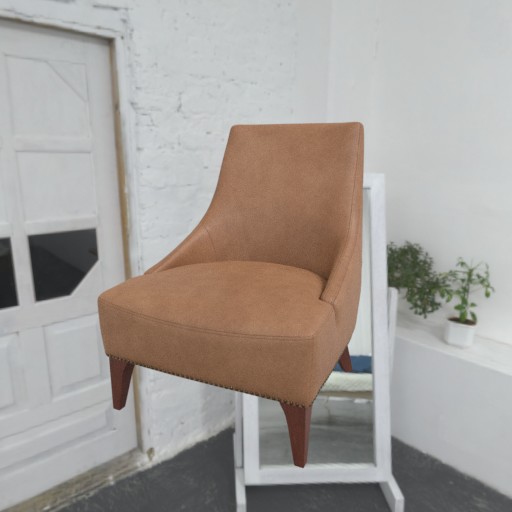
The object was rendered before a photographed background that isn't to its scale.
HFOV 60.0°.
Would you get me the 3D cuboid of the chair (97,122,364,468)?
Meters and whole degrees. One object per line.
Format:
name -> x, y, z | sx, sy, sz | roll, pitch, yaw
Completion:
chair -> 0.000, 0.000, 1.528 | 0.701, 0.909, 0.861 | 6, 15, 24
